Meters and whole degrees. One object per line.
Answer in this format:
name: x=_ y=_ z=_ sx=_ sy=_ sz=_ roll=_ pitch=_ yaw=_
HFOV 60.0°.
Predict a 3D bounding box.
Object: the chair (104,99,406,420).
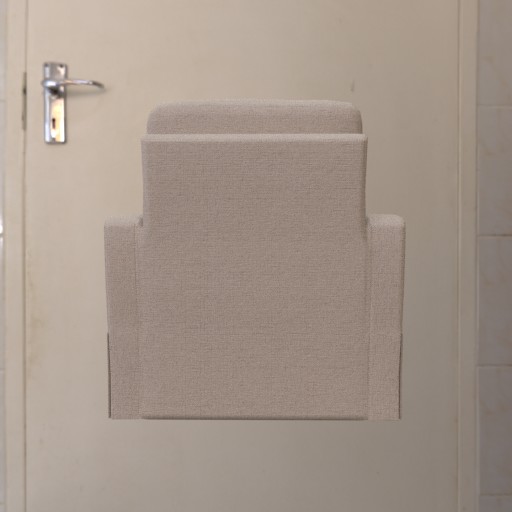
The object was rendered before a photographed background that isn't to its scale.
chair: x=0.000 y=0.000 z=1.488 sx=0.755 sy=0.827 sz=0.888 roll=0 pitch=0 yaw=1
